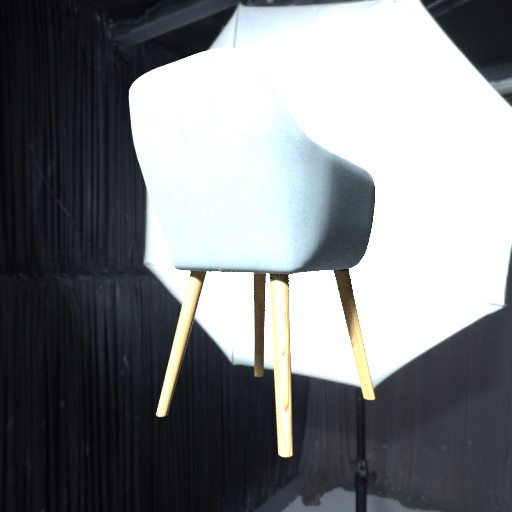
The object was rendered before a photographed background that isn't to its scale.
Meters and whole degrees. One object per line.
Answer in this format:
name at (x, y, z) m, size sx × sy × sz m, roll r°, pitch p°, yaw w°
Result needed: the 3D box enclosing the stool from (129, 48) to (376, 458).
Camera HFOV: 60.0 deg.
stool at (0.000, 0.000, 1.173) m, size 0.503 × 0.830 × 0.590 m, roll 0°, pitch 1°, yaw 36°
